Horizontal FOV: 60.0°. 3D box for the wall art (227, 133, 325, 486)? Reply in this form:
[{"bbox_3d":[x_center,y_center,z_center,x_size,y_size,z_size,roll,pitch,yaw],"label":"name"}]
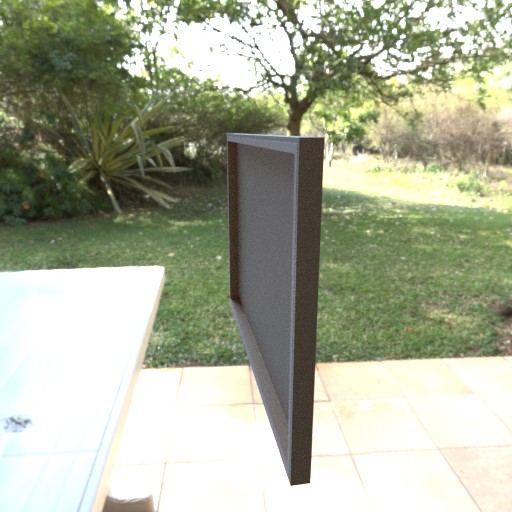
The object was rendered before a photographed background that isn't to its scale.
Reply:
[{"bbox_3d":[0.000,0.000,1.156,0.038,0.610,0.915,-3,16,-10],"label":"wall art"}]
